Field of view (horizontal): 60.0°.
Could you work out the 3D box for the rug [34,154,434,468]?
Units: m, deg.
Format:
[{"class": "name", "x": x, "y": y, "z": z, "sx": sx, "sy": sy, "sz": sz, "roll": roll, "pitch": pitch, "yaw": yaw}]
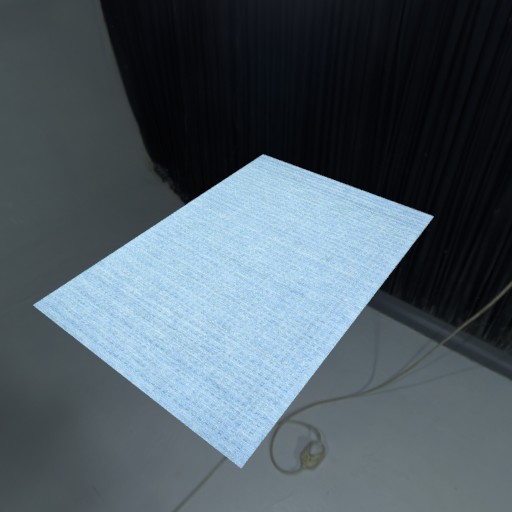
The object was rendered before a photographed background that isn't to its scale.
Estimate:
[{"class": "rug", "x": 0.000, "y": 0.000, "z": 3.730, "sx": 1.982, "sy": 0.006, "sz": 2.895, "roll": 26, "pitch": 48, "yaw": 27}]
